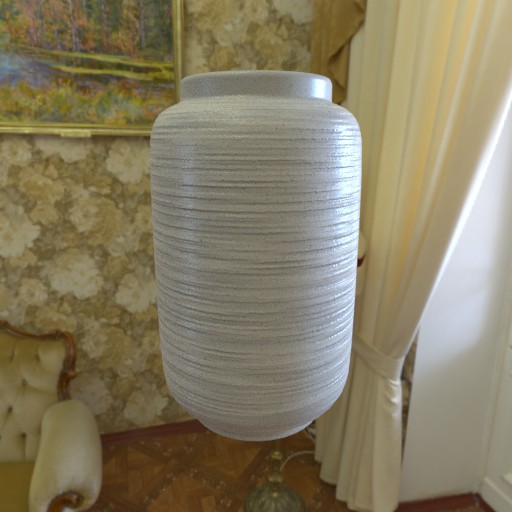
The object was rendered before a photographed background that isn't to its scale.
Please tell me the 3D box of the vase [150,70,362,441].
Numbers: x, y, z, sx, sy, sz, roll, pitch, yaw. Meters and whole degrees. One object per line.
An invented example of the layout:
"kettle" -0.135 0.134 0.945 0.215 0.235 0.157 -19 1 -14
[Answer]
"vase" 0.000 0.000 0.453 0.202 0.335 0.202 0 15 0
